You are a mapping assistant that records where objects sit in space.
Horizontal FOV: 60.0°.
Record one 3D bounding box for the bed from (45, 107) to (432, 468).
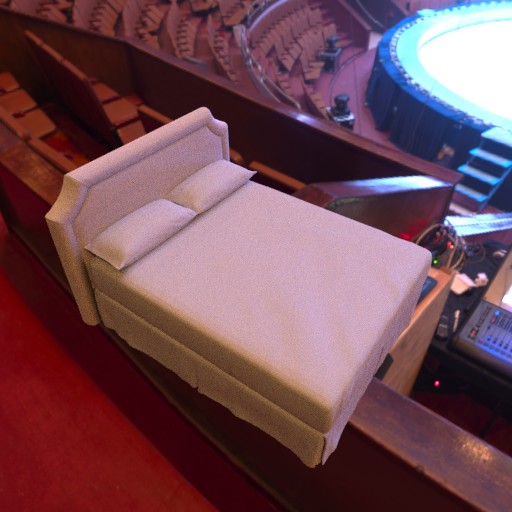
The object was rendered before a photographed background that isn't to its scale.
[{"bbox_3d":[0.000,0.000,3.273,2.164,1.297,1.828,26,47,26],"label":"bed"}]
